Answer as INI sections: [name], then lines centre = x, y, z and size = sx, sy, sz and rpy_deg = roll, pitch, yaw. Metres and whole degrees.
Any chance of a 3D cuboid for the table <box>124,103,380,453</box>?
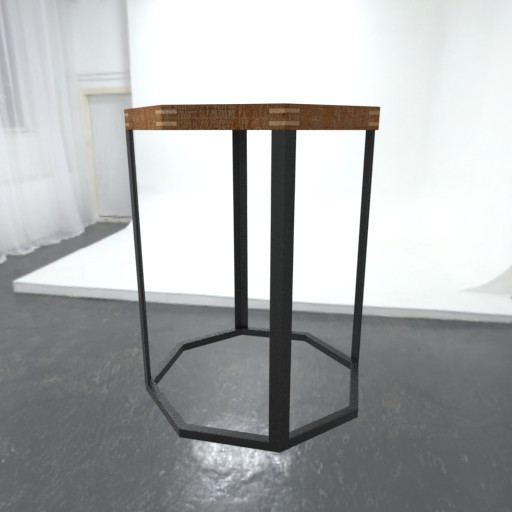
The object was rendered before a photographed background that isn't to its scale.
[table]
centre = 0.000, 0.000, 0.869
size = 0.458, 0.543, 0.458
rpy_deg = -3, 16, -9
